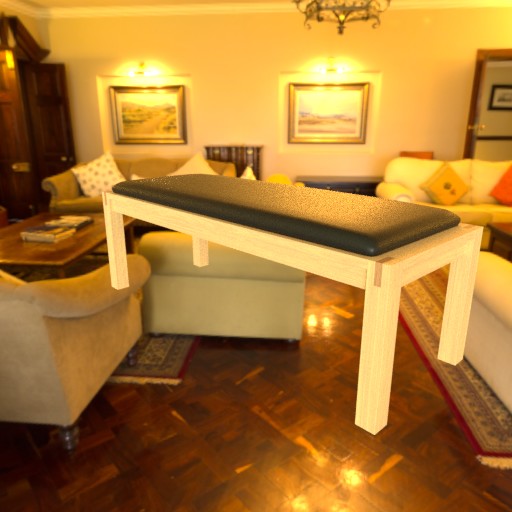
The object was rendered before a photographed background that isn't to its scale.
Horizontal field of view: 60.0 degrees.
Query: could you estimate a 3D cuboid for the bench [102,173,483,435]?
[{"bbox_3d":[0.000,0.000,1.442,0.450,0.430,1.202,-16,23,-41],"label":"bench"}]
